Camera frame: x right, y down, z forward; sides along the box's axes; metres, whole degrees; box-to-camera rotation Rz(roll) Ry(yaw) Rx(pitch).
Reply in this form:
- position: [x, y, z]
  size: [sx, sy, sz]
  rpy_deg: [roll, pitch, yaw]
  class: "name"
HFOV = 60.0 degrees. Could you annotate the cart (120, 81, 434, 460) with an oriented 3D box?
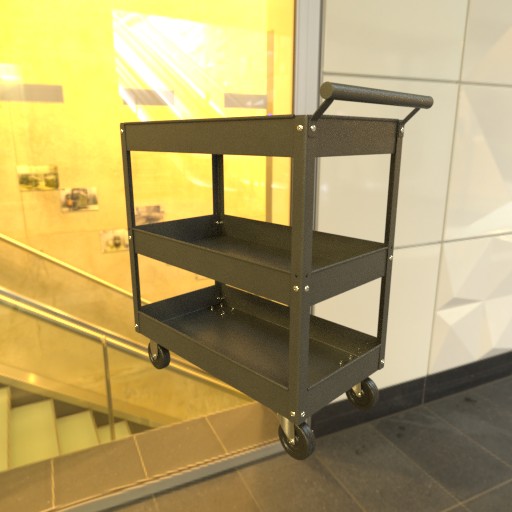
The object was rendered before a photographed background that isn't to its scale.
- position: [0.000, 0.000, 1.174]
  size: [0.366, 0.780, 0.719]
  rpy_deg: [-14, 21, -43]
  class: "cart"
